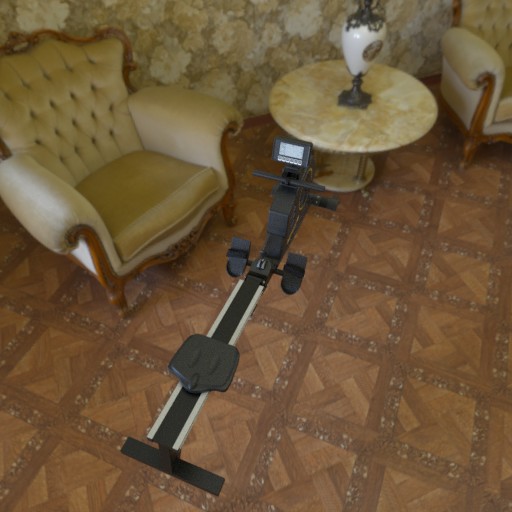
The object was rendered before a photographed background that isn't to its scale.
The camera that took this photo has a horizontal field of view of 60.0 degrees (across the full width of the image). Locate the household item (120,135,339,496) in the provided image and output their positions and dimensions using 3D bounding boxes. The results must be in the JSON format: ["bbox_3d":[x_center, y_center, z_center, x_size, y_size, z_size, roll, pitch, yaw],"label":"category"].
[{"bbox_3d":[0.000,0.000,2.519,0.521,0.810,2.251,16,50,14],"label":"household item"}]
